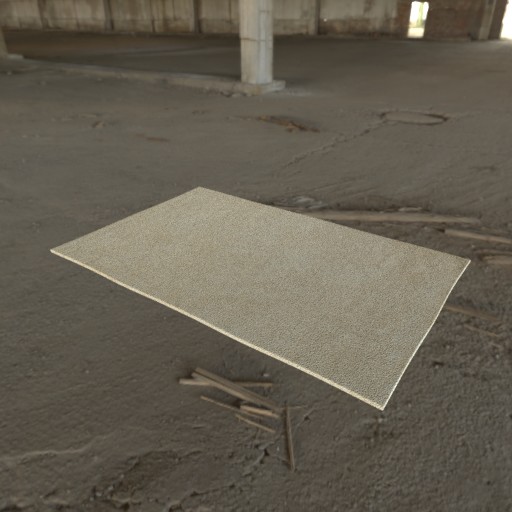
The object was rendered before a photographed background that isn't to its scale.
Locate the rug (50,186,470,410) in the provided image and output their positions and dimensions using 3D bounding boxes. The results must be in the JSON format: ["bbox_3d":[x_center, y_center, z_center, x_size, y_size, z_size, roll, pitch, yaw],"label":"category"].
[{"bbox_3d":[0.000,0.000,2.938,2.346,0.025,1.500,19,34,31],"label":"rug"}]
